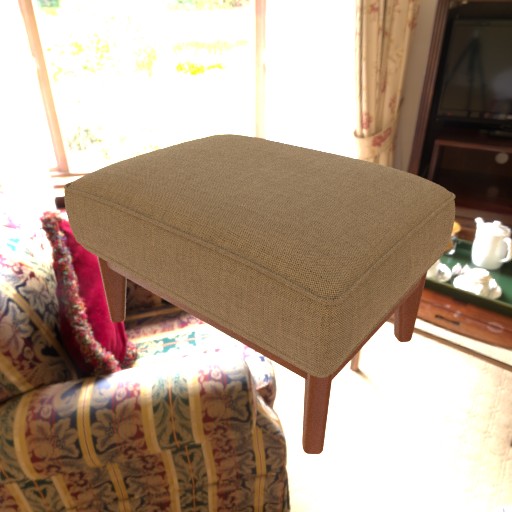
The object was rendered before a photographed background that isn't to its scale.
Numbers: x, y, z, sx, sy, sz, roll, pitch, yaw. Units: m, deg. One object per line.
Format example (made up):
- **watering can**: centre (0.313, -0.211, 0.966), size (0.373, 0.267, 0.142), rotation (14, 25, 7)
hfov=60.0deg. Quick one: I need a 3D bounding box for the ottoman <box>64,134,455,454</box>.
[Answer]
- **ottoman**: centre (0.000, 0.000, 1.084), size (0.750, 0.458, 0.555), rotation (22, 37, 34)
